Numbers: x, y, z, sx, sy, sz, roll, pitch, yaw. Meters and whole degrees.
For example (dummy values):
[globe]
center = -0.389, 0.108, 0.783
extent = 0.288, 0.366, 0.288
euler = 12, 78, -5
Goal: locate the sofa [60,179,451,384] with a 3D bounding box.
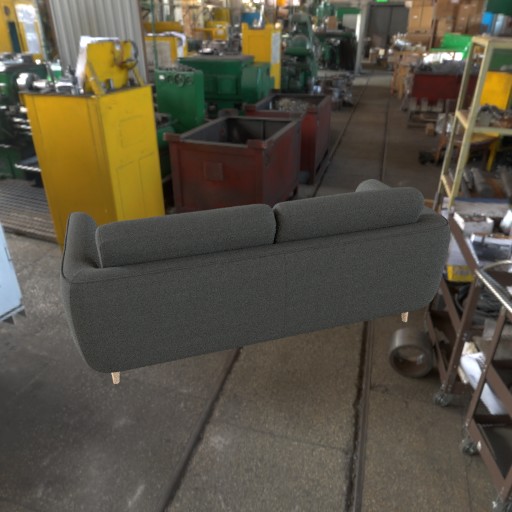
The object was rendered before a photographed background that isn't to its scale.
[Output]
[sofa]
center = 0.000, 0.000, 2.514
extent = 2.000, 0.850, 0.920
euler = -9, 29, -16
